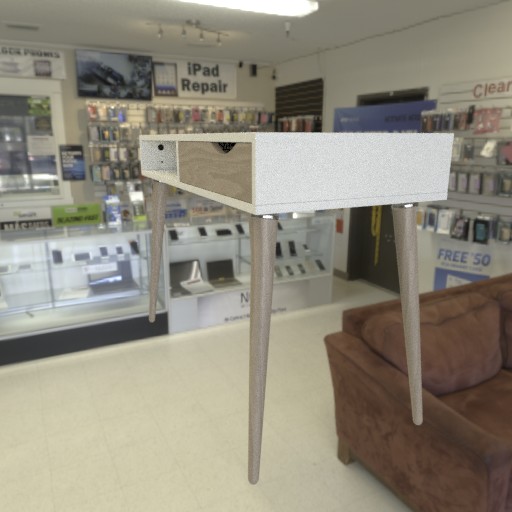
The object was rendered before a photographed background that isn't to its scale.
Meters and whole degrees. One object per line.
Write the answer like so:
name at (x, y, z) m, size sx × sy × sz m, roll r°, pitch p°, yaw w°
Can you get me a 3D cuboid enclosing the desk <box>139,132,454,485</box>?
desk at (0.000, 0.000, 1.368) m, size 0.491 × 0.723 × 0.979 m, roll -7°, pitch 16°, yaw -25°
